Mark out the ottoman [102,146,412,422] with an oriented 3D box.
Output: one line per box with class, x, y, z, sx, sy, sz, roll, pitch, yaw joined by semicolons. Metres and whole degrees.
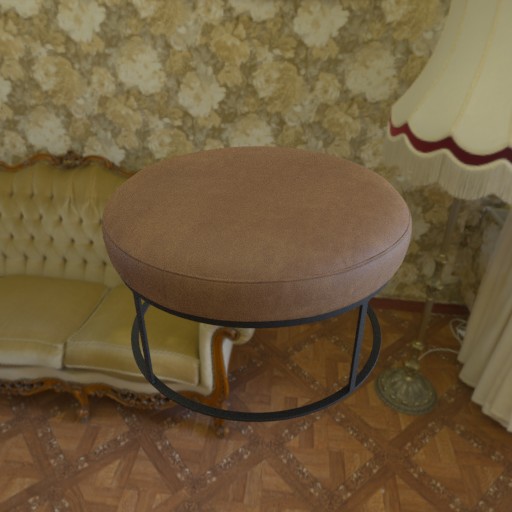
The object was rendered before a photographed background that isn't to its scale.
ottoman;0.000;0.000;1.227;0.771;0.460;0.771;0;31;0
